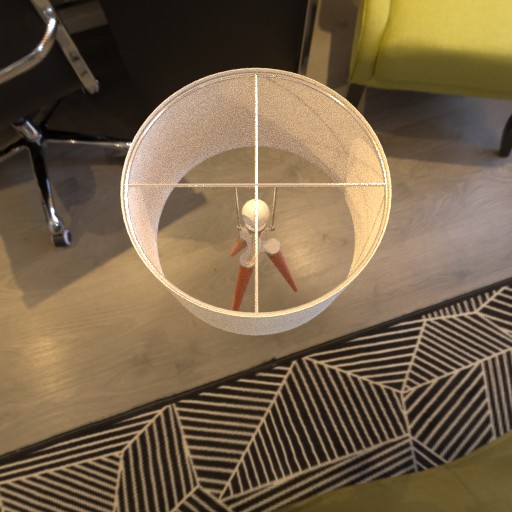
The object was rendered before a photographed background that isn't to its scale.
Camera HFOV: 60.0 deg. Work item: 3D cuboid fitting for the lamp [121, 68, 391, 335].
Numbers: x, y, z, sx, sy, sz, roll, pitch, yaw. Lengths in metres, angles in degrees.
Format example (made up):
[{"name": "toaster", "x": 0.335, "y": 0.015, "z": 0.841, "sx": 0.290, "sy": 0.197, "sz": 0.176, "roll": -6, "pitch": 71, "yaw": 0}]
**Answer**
[{"name": "lamp", "x": 0.000, "y": 0.000, "z": 0.922, "sx": 0.355, "sy": 0.709, "sz": 0.354, "roll": 39, "pitch": 78, "yaw": 10}]
